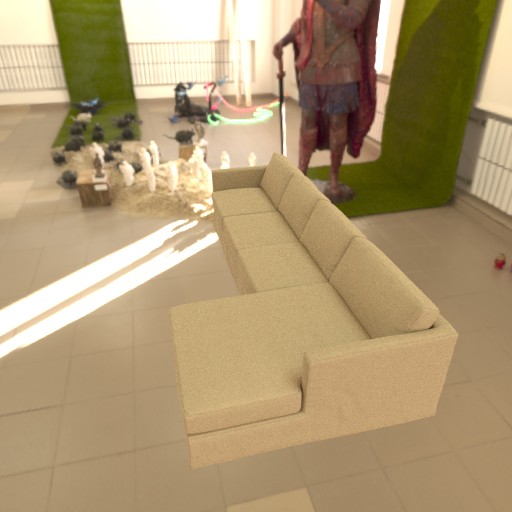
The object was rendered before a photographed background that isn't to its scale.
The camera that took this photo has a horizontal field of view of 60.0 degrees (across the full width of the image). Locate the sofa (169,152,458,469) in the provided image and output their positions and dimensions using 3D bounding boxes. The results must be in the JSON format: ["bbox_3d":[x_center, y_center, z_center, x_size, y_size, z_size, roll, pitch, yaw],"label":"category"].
[{"bbox_3d":[0.000,0.000,3.821,1.622,0.867,3.177,-7,31,-12],"label":"sofa"}]
